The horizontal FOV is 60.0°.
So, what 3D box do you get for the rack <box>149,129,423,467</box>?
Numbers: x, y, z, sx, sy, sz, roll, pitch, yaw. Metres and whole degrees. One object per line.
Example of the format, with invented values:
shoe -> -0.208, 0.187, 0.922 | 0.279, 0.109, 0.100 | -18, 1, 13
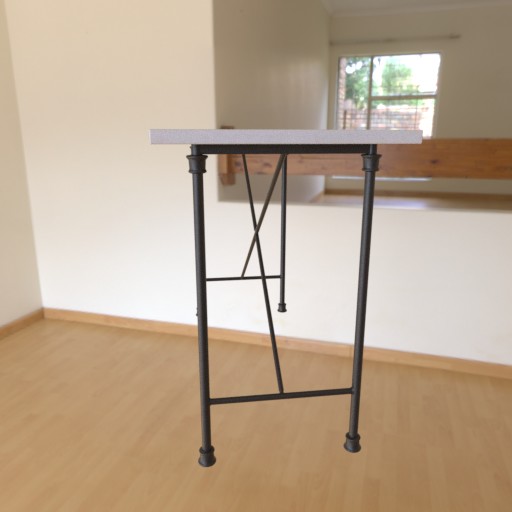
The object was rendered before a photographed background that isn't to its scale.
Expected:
rack -> 0.000, 0.000, 1.639 | 0.613, 0.880, 1.159 | -2, 15, -8
